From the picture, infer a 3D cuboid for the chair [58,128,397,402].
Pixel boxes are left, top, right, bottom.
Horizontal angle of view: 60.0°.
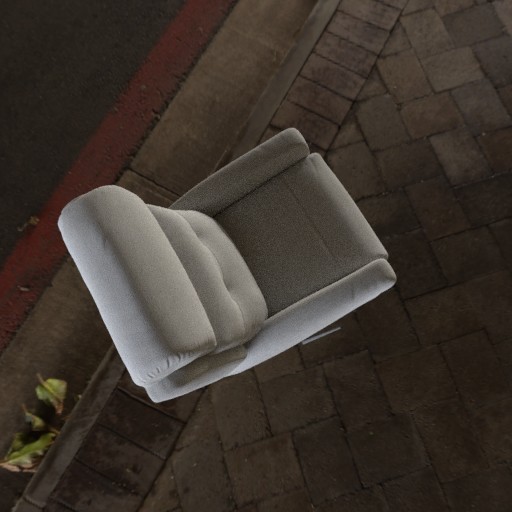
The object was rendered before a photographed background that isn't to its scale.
[{"bbox_3d":[0.000,0.000,1.714,1.043,1.013,0.798,-29,77,-8],"label":"chair"}]
